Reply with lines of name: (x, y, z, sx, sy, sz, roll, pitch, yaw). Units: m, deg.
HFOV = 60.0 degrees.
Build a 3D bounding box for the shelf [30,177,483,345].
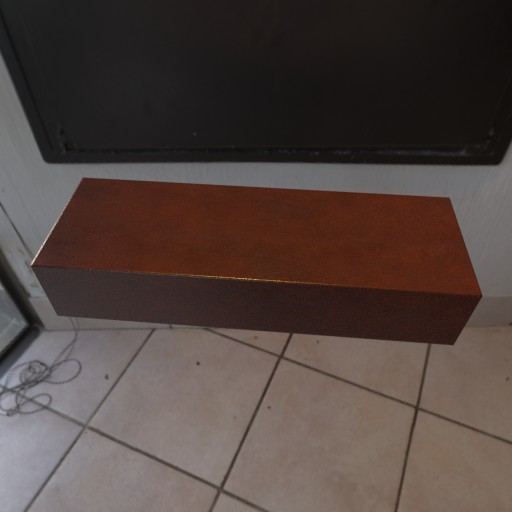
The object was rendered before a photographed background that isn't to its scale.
shelf: (0.000, 0.000, 0.530, 0.457, 0.088, 0.152, 4, 46, 4)
